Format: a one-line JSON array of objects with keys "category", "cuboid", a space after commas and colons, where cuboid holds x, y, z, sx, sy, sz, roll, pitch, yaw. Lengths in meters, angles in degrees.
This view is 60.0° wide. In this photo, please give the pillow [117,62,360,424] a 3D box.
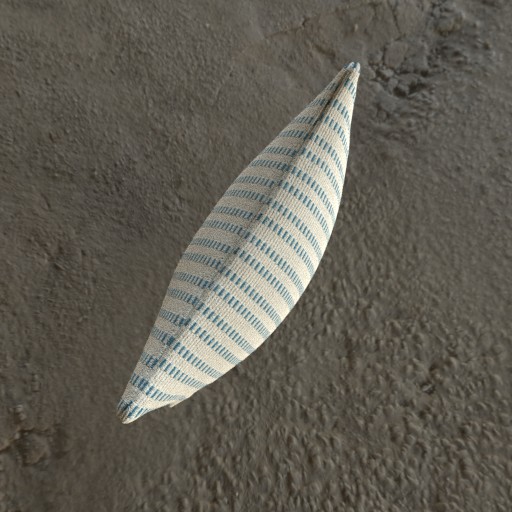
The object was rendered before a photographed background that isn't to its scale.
[{"category": "pillow", "cuboid": [0.000, 0.000, 0.794, 0.210, 0.353, 0.640, 31, 77, 8]}]
